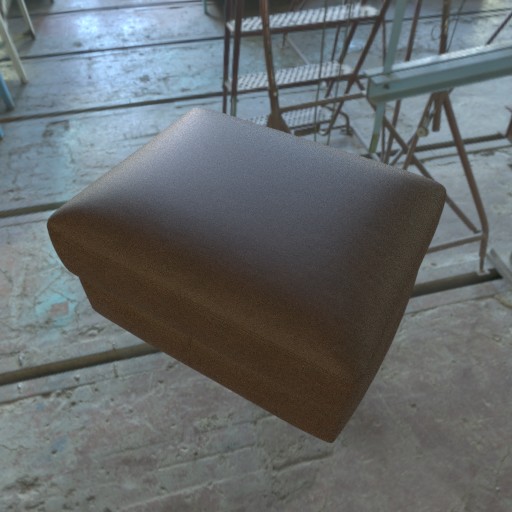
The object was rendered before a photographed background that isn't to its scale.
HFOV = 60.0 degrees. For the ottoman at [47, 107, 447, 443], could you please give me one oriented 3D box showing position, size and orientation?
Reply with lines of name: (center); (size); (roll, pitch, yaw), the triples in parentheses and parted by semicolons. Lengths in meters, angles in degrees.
ottoman: (0.000, 0.000, 1.165); (0.787, 0.508, 0.635); (23, 51, 20)
